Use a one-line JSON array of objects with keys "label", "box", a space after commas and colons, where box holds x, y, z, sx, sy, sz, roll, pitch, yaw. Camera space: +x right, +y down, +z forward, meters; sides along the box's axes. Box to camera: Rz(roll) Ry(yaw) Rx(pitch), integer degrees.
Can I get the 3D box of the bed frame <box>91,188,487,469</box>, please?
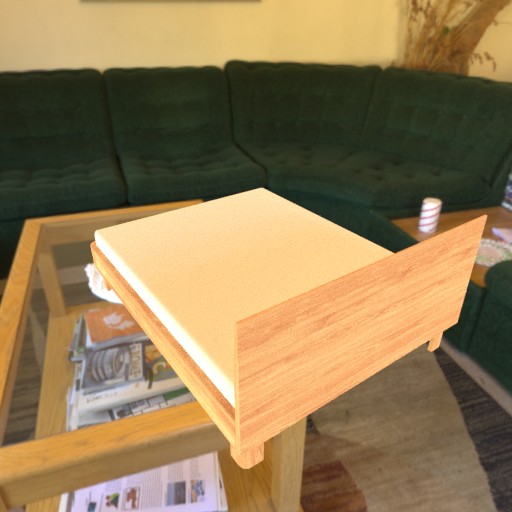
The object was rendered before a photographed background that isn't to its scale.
[{"label": "bed frame", "box": [0.000, 0.000, 3.008, 1.660, 0.940, 2.092, -19, 35, -30]}]
